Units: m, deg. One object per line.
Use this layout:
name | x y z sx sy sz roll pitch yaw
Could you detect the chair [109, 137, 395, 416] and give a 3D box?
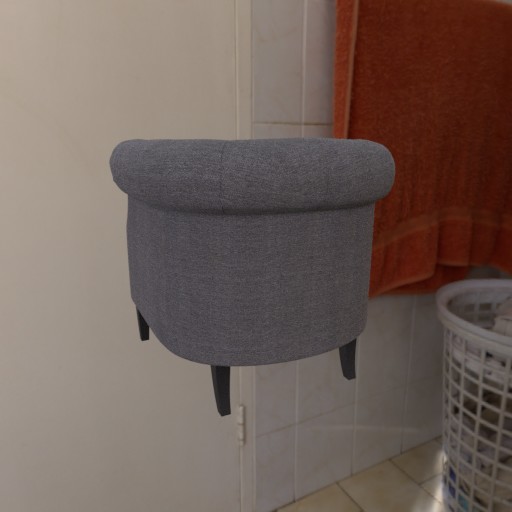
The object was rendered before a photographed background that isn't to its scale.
chair | 0.000 0.000 1.606 0.905 0.827 0.852 -7 16 -25
